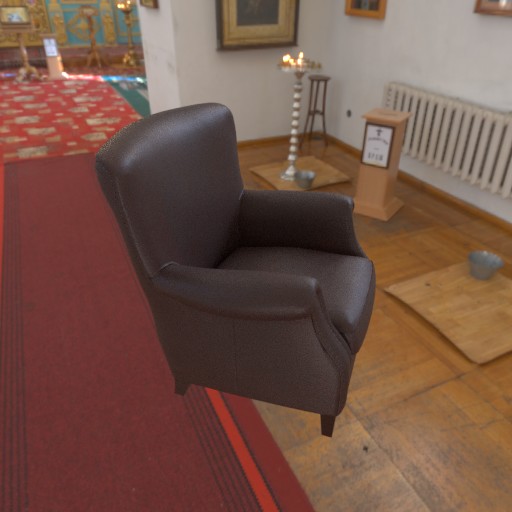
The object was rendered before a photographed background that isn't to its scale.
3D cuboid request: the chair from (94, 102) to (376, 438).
[{"bbox_3d":[0.000,0.000,1.386,0.746,0.800,0.700,10,32,17],"label":"chair"}]
